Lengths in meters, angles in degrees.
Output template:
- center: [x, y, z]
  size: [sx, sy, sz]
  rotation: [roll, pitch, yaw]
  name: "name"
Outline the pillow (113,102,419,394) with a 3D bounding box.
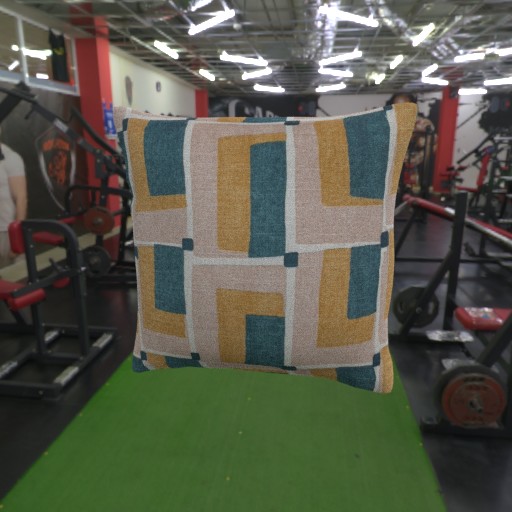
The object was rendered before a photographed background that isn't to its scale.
- center: [0.000, 0.000, 0.734]
  size: [0.478, 0.479, 0.158]
  rotation: [2, 15, 9]
  name: "pillow"
